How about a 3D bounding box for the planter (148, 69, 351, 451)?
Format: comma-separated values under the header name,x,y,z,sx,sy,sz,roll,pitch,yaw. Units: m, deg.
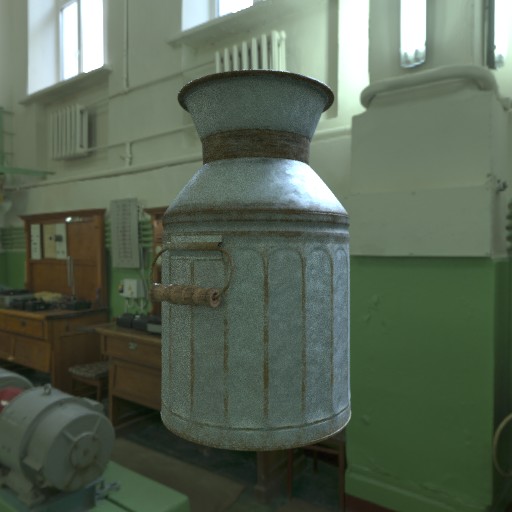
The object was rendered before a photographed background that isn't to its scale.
name,x,y,z,sx,sy,sz,roll,pitch,yaw
planter,0.000,0.000,0.510,0.215,0.358,0.248,1,1,35
